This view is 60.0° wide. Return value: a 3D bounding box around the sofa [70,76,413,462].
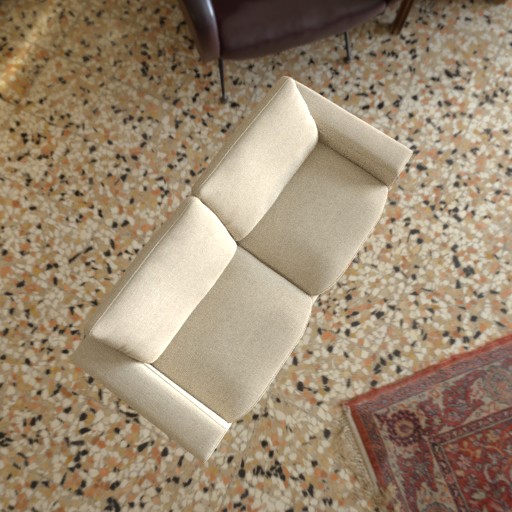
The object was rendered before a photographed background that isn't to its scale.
[{"bbox_3d":[0.000,0.000,2.821,1.040,0.922,2.299,34,78,8],"label":"sofa"}]
